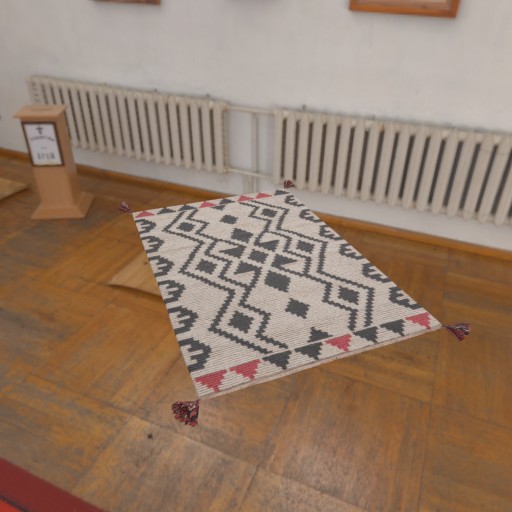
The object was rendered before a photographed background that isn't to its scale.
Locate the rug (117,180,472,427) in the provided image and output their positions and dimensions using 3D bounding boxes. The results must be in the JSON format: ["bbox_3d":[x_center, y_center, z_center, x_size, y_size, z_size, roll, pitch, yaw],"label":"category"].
[{"bbox_3d":[0.000,0.000,2.674,1.444,0.067,2.069,-12,33,-18],"label":"rug"}]
